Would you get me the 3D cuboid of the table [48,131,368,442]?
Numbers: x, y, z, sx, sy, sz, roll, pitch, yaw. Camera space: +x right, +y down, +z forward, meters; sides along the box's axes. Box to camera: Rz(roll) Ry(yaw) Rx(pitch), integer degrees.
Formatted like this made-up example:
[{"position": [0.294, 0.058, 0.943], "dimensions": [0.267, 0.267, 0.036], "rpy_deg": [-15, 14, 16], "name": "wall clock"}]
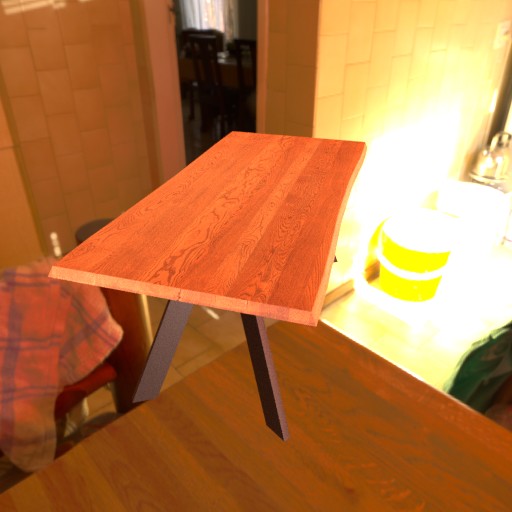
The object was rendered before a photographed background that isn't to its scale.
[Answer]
[{"position": [0.000, 0.000, 2.271], "dimensions": [0.900, 0.770, 1.800], "rpy_deg": [9, 31, 14], "name": "table"}]
